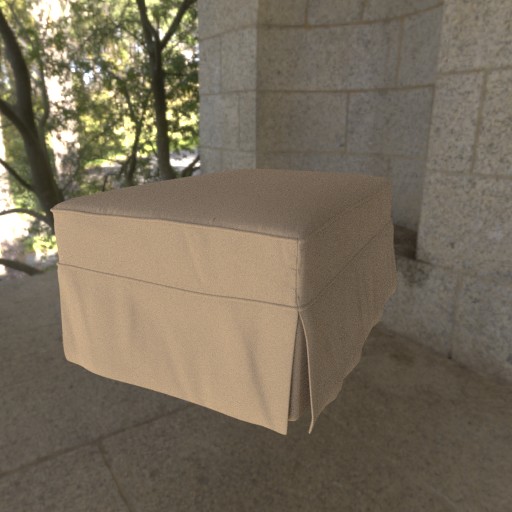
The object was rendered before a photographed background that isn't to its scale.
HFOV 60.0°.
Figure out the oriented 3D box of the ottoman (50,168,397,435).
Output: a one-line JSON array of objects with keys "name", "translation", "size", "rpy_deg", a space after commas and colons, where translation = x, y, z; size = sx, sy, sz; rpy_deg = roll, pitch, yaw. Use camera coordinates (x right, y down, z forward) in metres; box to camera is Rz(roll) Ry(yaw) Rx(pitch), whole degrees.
[{"name": "ottoman", "translation": [0.000, 0.000, 1.343], "size": [0.721, 0.482, 0.959], "rpy_deg": [8, 18, 25]}]
